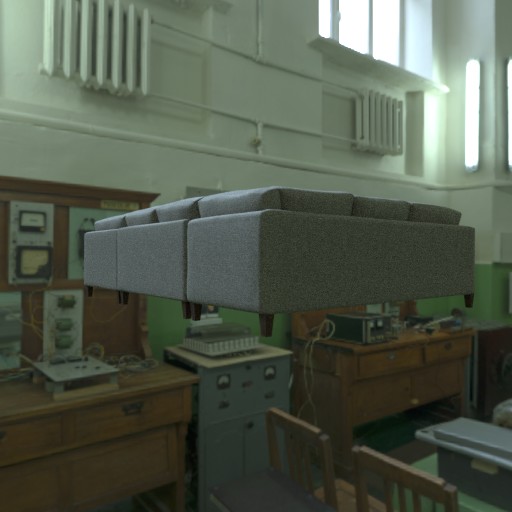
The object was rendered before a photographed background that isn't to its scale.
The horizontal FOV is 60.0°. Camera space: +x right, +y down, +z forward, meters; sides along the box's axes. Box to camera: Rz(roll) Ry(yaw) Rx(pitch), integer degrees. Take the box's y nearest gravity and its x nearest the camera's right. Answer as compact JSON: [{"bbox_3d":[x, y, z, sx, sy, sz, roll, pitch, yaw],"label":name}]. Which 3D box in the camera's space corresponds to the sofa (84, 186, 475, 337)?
[{"bbox_3d":[0.000,0.000,4.704,2.593,0.959,3.460,0,0,-38],"label":"sofa"}]
